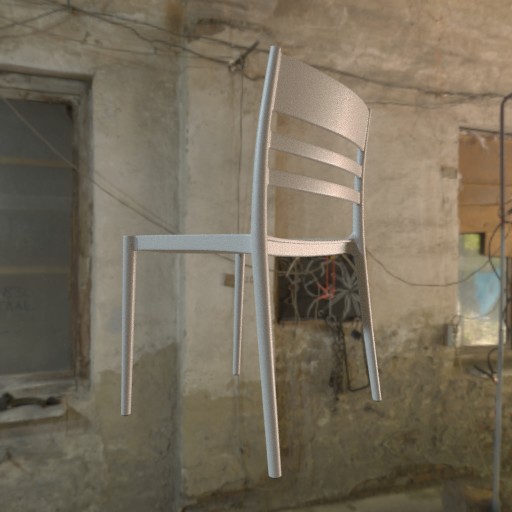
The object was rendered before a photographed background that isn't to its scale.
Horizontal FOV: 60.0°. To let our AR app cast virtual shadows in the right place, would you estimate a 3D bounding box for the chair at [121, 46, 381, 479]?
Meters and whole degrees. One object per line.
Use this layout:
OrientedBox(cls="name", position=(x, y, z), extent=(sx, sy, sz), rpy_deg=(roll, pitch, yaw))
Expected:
OrientedBox(cls="chair", position=(0.000, 0.000, 1.148), extent=(0.511, 0.800, 0.531), rpy_deg=(1, 1, 36))
